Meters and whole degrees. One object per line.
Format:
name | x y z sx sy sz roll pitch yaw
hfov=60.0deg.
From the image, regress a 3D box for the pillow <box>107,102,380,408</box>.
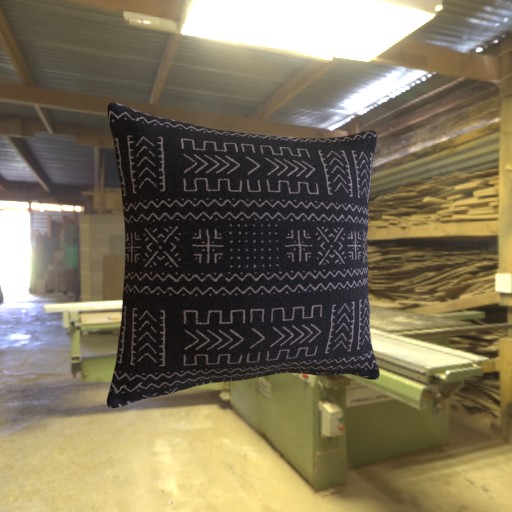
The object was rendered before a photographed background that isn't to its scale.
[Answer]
pillow | 0.000 0.000 0.686 0.438 0.430 0.164 0 0 -17
